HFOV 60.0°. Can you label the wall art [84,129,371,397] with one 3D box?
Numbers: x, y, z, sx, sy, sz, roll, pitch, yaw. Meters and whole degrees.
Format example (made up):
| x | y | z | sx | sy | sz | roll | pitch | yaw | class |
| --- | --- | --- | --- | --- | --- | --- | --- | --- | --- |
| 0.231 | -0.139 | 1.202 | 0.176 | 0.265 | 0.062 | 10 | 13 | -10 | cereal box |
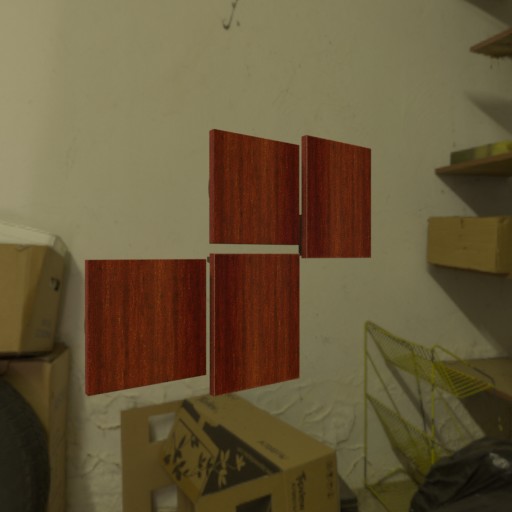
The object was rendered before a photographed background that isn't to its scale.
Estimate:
| x | y | z | sx | sy | sz | roll | pitch | yaw | class |
| --- | --- | --- | --- | --- | --- | --- | --- | --- | --- |
| 0.000 | 0.000 | 0.853 | 0.635 | 0.497 | 0.030 | 0 | 0 | -36 | wall art |
